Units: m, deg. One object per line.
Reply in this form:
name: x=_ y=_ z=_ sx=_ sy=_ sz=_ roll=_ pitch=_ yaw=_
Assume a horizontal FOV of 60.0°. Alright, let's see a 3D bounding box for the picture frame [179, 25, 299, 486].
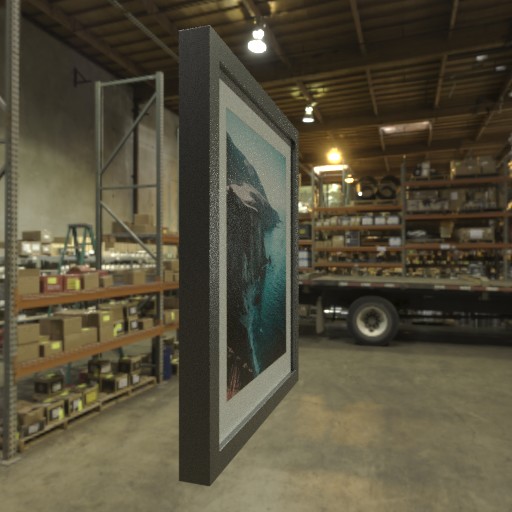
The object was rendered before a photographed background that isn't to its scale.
picture frame: x=0.000 y=0.000 z=1.338 sx=0.073 sy=0.968 sz=0.839 roll=0 pitch=0 yaw=18
